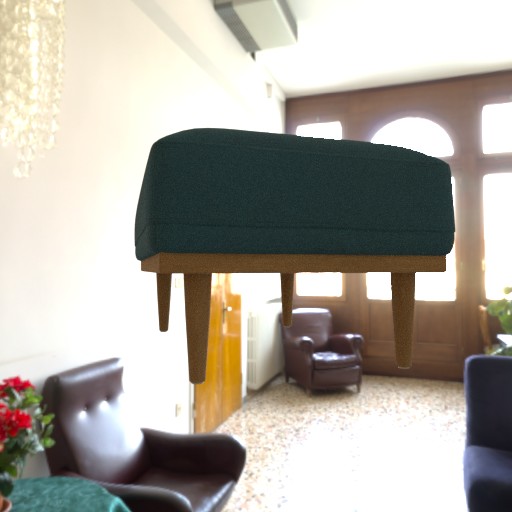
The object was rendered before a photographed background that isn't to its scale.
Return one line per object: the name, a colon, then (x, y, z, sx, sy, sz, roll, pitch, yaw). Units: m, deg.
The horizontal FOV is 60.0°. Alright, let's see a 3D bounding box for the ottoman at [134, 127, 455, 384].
ottoman: (0.000, 0.000, 1.060, 0.549, 0.428, 0.749, 1, -2, -17)
